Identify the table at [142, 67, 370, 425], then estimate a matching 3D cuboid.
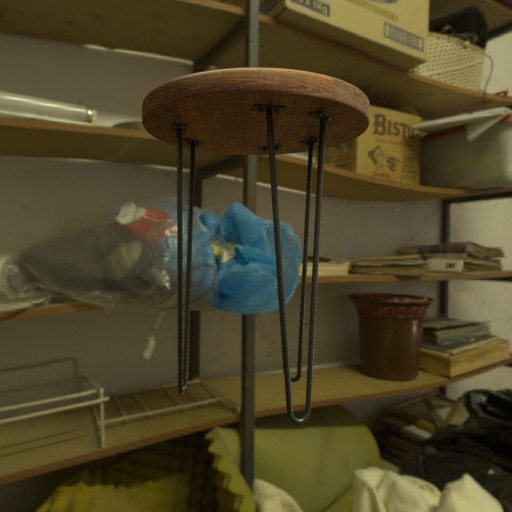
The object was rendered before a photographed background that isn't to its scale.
[{"bbox_3d":[0.000,0.000,0.806,0.400,0.520,0.400,0,1,0],"label":"table"}]
